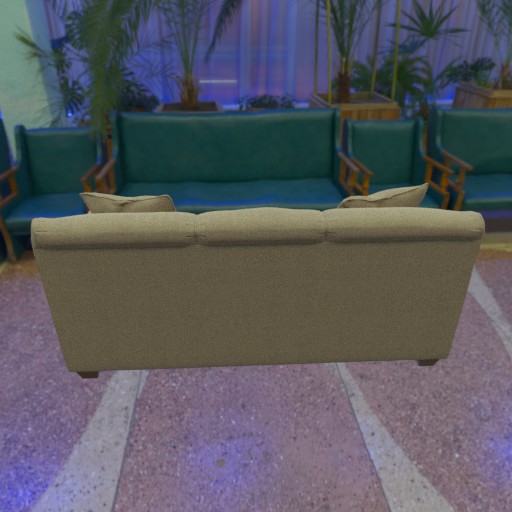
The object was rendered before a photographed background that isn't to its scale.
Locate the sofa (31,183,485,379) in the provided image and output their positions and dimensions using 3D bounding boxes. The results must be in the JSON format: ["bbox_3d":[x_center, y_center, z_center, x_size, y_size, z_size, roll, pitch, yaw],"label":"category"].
[{"bbox_3d":[0.000,0.000,2.547,2.024,0.958,0.997,-1,30,-3],"label":"sofa"}]
